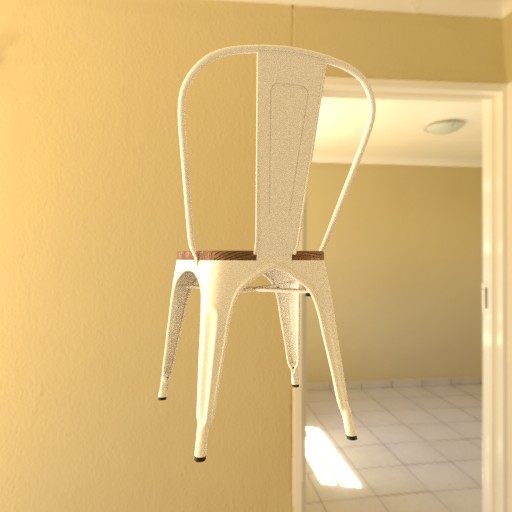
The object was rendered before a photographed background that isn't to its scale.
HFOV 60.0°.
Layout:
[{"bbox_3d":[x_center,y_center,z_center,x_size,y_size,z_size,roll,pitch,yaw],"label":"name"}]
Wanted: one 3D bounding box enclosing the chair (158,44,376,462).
[{"bbox_3d":[0.000,0.000,1.146,0.452,0.851,0.521,0,0,-18],"label":"chair"}]
